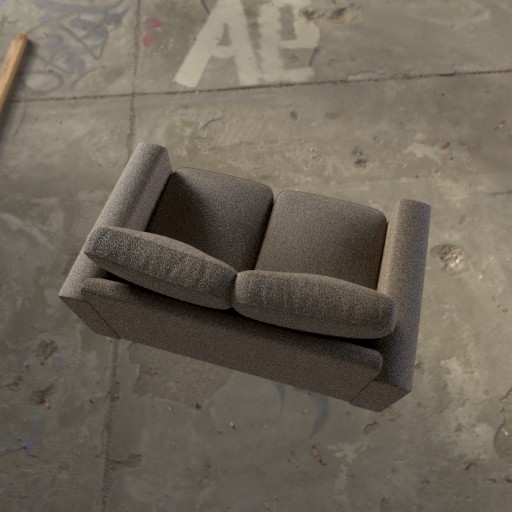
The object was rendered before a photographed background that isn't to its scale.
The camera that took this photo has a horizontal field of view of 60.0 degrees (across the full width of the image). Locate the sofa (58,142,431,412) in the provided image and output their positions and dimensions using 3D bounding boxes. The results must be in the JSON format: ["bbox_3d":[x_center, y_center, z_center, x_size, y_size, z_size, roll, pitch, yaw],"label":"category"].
[{"bbox_3d":[0.000,0.000,2.257,1.616,0.873,1.016,14,62,7],"label":"sofa"}]
